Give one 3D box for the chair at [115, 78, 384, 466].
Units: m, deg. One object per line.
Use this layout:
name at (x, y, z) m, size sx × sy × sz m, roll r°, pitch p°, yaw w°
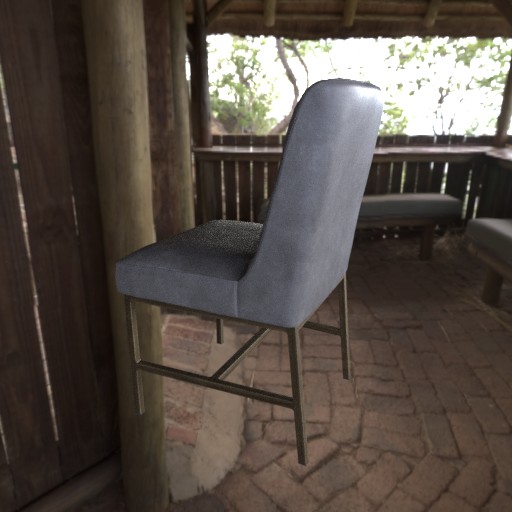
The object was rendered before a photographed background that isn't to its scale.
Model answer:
chair at (0.000, 0.000, 1.233) m, size 0.587 × 0.889 × 0.508 m, roll 8°, pitch 19°, yaw 25°
